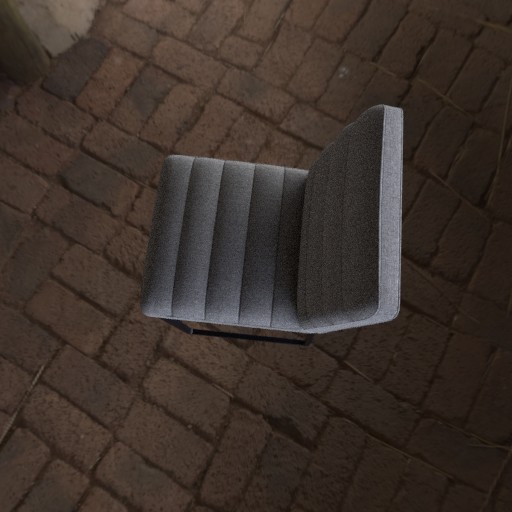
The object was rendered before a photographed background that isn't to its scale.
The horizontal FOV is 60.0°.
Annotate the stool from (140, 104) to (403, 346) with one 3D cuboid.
[{"bbox_3d":[0.000,0.000,1.357,0.571,1.034,0.459,6,75,1],"label":"stool"}]
